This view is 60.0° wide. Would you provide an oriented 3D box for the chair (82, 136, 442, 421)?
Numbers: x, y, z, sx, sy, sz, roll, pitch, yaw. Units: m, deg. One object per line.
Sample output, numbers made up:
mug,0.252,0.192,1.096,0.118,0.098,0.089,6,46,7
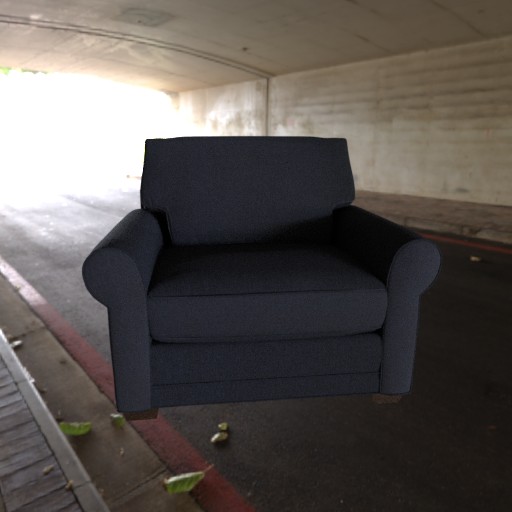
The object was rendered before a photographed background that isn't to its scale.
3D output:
chair,0.000,0.000,1.992,1.285,1.044,0.963,-2,15,-6
